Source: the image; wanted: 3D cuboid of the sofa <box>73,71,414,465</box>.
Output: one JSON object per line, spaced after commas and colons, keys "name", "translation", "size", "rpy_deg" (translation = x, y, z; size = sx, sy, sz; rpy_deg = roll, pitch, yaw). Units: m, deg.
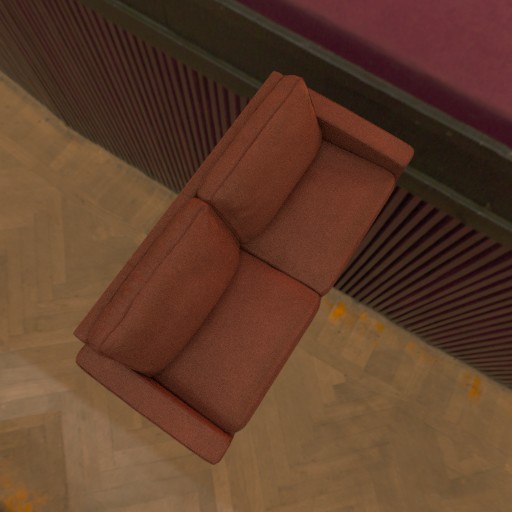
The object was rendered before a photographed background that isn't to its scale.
{"name": "sofa", "translation": [0.000, 0.000, 2.566], "size": [0.940, 0.919, 2.080], "rpy_deg": [33, 77, 8]}
